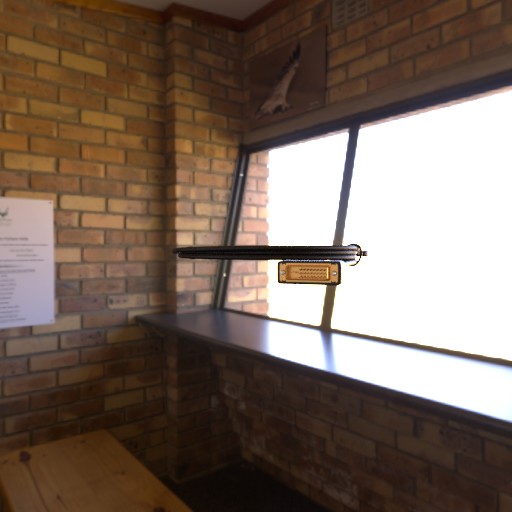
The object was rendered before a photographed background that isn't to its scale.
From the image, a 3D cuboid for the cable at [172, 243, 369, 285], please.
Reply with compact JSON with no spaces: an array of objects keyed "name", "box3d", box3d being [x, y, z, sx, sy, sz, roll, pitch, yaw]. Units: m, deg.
[{"name":"cable","box3d":[0.000,0.000,0.518,0.257,0.030,0.422,0,1,19]}]
